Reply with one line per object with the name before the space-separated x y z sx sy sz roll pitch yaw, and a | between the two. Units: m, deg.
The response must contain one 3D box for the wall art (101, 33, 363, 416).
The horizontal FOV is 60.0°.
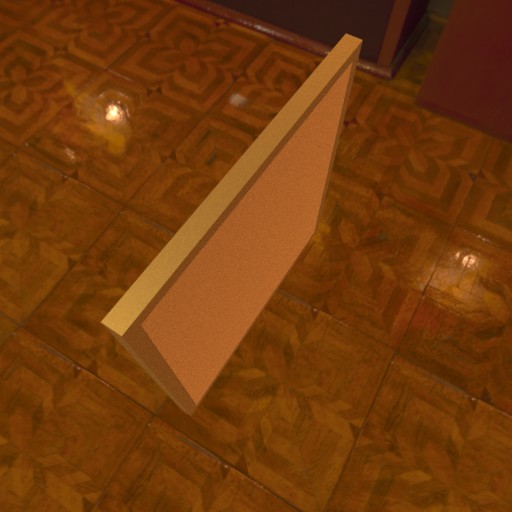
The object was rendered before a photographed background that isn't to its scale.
wall art | 0.000 0.000 2.829 0.099 1.926 1.926 30 66 15
